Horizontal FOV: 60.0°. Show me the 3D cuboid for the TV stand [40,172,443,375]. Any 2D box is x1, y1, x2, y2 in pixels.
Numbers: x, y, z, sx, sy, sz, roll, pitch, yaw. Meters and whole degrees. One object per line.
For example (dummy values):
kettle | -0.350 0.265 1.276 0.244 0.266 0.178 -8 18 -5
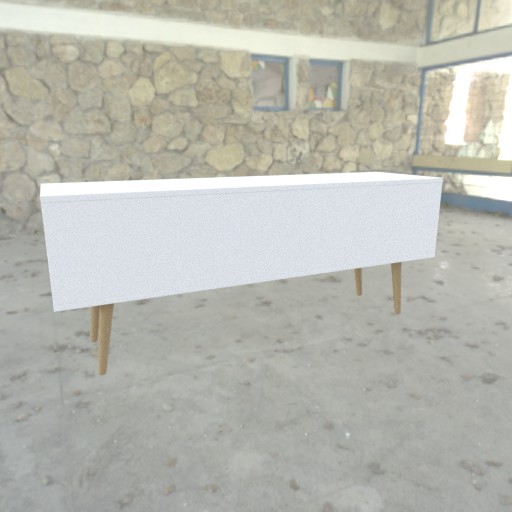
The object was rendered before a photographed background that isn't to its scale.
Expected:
TV stand | 0.000 0.000 1.659 1.398 0.560 0.401 -7 16 -24
